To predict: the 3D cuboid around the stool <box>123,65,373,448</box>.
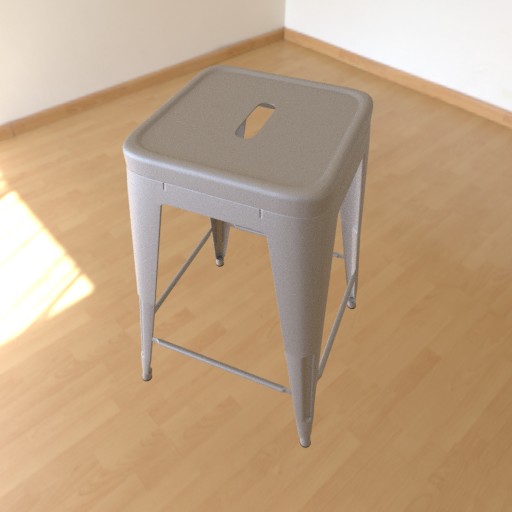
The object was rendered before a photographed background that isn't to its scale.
[{"bbox_3d":[0.000,0.000,0.885,0.410,0.608,0.410,17,49,15],"label":"stool"}]
